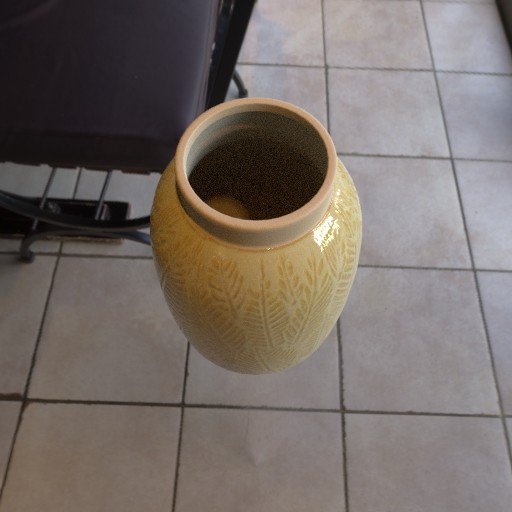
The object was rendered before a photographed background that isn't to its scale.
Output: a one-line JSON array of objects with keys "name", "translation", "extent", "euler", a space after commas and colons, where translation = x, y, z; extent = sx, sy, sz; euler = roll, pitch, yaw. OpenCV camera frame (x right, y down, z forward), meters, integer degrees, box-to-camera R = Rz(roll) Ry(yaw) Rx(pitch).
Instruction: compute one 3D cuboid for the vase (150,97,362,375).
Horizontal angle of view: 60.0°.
[{"name": "vase", "translation": [0.000, 0.000, 0.382], "extent": [0.172, 0.270, 0.172], "euler": [0, 65, 0]}]
